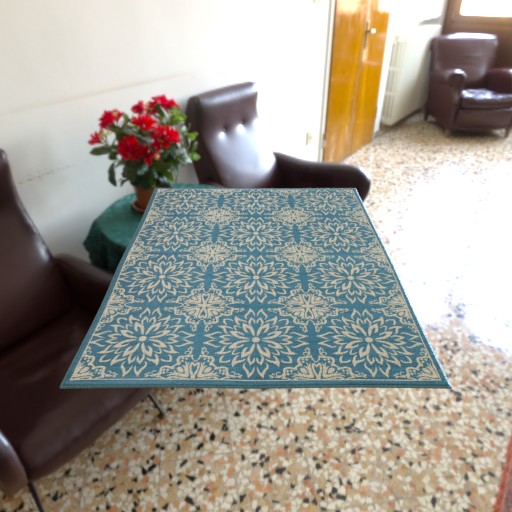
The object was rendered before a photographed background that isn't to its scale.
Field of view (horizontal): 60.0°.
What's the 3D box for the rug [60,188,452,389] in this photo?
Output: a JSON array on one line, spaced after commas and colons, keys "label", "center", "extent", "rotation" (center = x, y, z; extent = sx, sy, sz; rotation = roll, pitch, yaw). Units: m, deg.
[{"label": "rug", "center": [0.000, 0.000, 3.903], "extent": [2.350, 0.018, 2.964], "rotation": [0, 32, 0]}]
